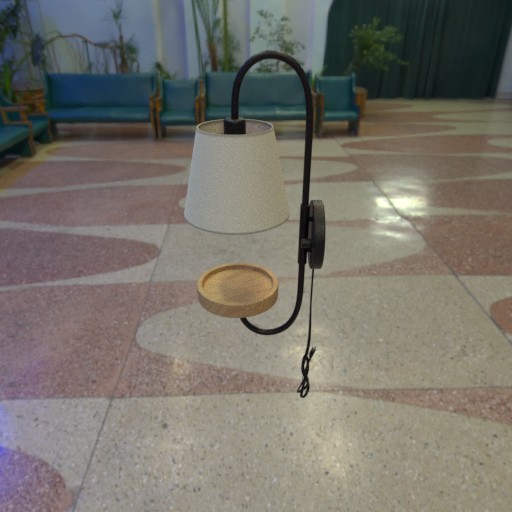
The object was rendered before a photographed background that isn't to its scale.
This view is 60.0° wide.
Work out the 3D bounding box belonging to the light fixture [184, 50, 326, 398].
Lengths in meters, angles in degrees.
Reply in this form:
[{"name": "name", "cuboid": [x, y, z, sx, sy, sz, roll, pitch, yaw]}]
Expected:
[{"name": "light fixture", "cuboid": [0.000, 0.000, 0.973, 0.299, 0.821, 0.220, 1, 28, 1]}]
